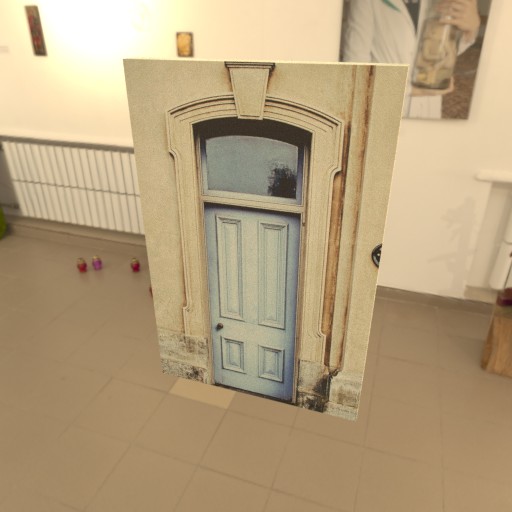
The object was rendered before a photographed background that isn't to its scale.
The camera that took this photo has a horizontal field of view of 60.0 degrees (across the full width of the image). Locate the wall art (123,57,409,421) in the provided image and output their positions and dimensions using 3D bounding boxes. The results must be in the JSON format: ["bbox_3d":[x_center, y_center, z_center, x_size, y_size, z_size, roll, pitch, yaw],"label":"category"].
[{"bbox_3d":[0.000,0.000,0.752,0.403,0.607,0.036,9,29,16],"label":"wall art"}]
